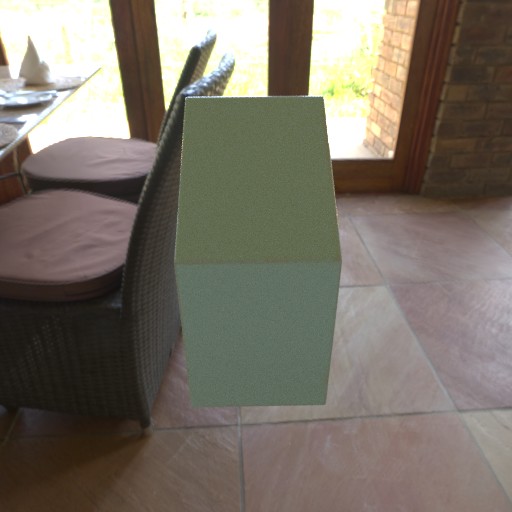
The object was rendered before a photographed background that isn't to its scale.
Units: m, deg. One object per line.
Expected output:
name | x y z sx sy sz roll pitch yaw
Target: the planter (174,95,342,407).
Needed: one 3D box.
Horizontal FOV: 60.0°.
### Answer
planter | 0.000 0.000 0.298 0.078 0.207 0.169 -1 31 -1
